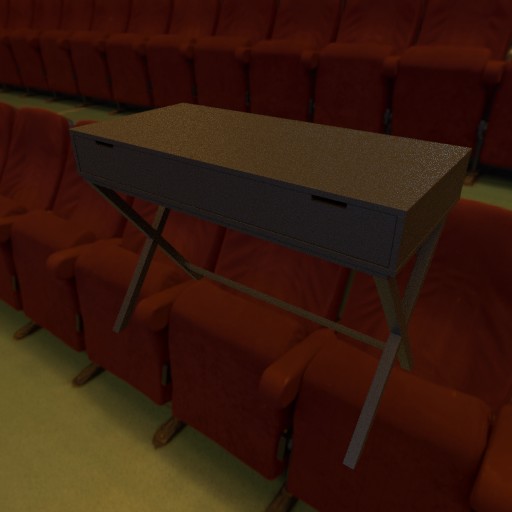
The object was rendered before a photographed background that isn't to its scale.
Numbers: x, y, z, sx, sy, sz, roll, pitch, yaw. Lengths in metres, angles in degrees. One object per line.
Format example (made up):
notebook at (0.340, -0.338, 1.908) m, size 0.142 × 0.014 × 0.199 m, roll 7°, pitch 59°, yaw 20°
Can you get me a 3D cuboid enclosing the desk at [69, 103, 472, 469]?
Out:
desk at (0.000, 0.000, 1.465) m, size 1.057 × 0.780 × 0.504 m, roll 20°, pitch 35°, yaw 31°
